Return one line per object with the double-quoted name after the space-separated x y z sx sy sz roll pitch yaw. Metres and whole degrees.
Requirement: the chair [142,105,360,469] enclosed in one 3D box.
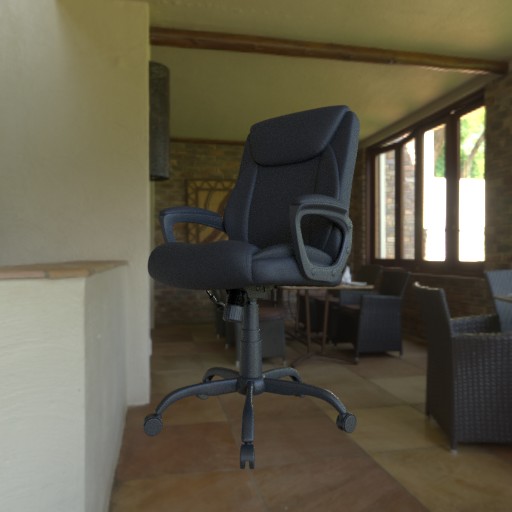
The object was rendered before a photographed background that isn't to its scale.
0.000 0.000 1.455 0.615 1.072 0.655 0 0 36 "chair"
